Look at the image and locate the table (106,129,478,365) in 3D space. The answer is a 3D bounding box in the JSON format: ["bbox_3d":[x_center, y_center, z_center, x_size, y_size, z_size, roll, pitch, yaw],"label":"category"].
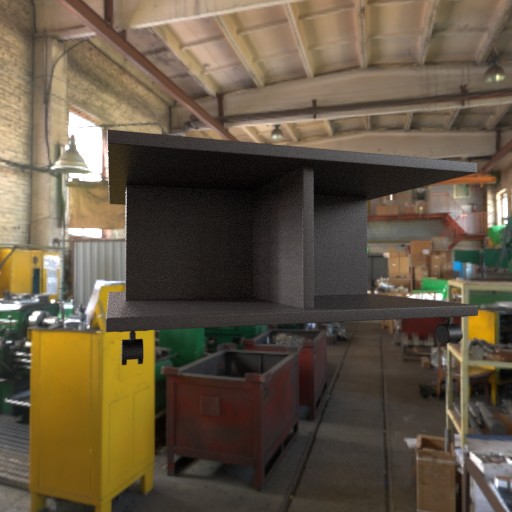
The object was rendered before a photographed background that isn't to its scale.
[{"bbox_3d":[0.000,0.000,1.203,0.762,0.396,0.762,0,-1,-18],"label":"table"}]
